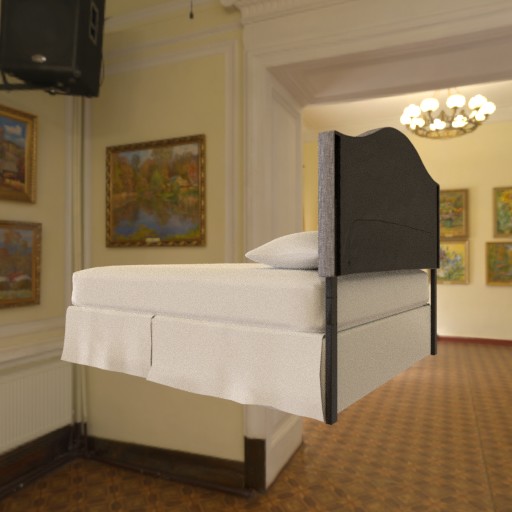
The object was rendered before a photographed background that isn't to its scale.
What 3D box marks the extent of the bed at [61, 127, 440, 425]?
[{"bbox_3d":[0.000,0.000,2.847,1.870,1.295,1.610,0,0,36],"label":"bed"}]
